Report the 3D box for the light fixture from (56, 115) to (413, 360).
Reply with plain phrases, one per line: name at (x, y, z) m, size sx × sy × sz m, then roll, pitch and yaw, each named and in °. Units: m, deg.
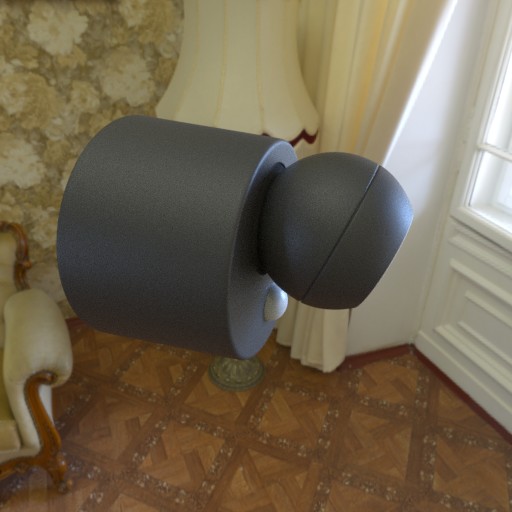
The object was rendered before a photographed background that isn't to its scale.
light fixture at (0.000, 0.000, 0.255) m, size 0.160 × 0.143 × 0.134 m, roll 11°, pitch 32°, yaw 18°
